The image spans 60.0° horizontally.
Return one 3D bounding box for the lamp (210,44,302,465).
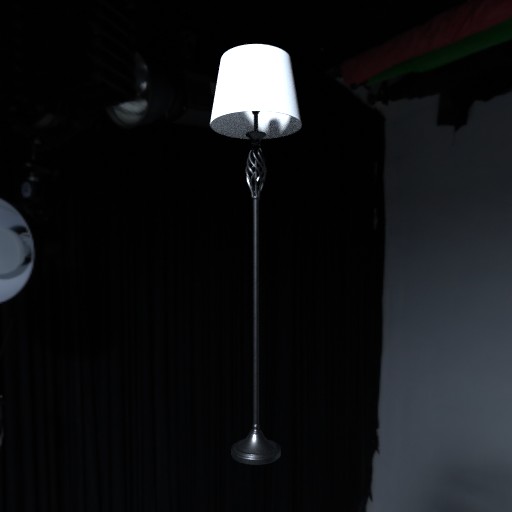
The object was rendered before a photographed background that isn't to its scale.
[{"bbox_3d":[0.000,0.000,1.834,0.379,1.623,0.379,0,-1,0],"label":"lamp"}]
